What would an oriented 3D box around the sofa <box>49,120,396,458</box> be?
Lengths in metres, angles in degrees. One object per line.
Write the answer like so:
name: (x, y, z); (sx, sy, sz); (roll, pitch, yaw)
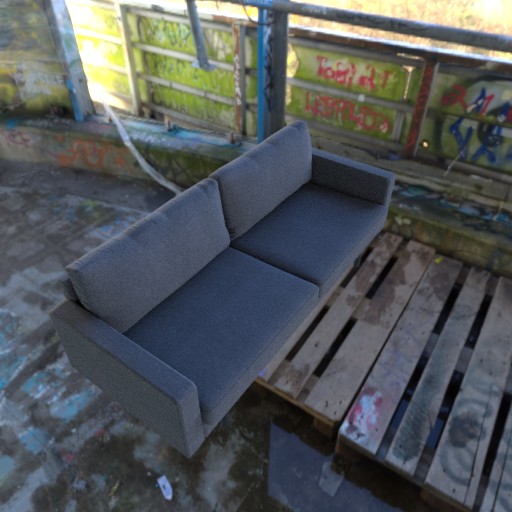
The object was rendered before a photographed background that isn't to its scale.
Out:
sofa: (0.000, 0.000, 2.608); (0.880, 0.880, 2.100); (25, 47, 26)
